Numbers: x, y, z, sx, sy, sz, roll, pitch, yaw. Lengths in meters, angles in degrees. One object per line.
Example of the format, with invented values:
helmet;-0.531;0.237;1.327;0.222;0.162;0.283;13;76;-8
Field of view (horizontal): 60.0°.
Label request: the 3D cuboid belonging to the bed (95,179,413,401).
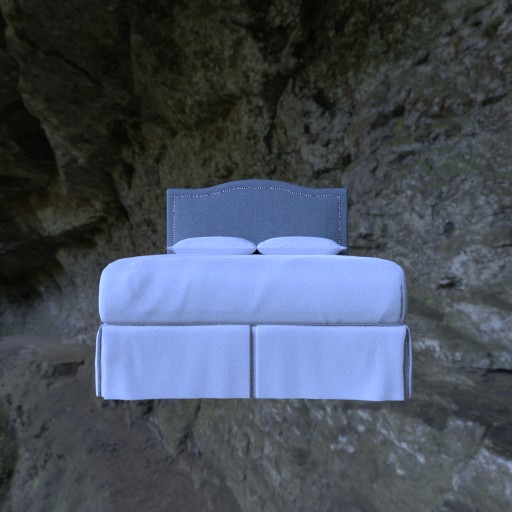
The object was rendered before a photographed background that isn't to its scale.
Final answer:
bed;0.000;0.000;3.306;1.753;1.460;2.143;0;1;1
